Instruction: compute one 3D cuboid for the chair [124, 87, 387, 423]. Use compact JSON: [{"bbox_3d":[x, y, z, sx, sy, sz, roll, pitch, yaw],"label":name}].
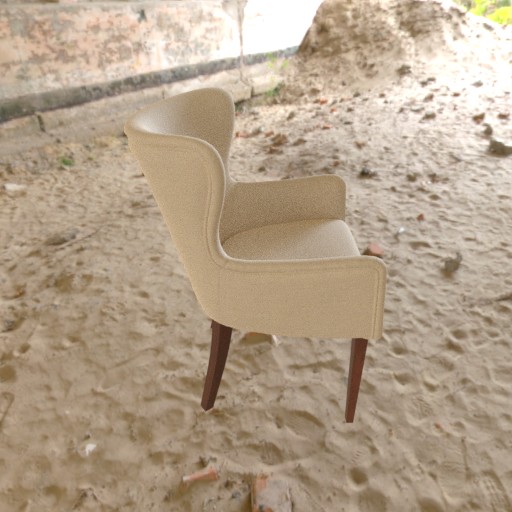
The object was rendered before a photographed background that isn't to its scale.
[{"bbox_3d":[0.000,0.000,1.520,0.744,0.990,0.696,0,31,0],"label":"chair"}]
